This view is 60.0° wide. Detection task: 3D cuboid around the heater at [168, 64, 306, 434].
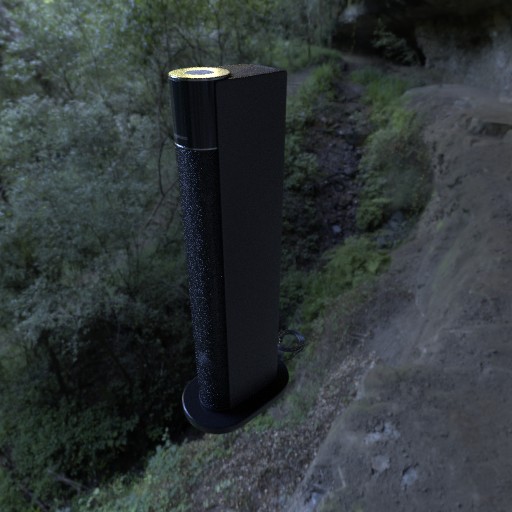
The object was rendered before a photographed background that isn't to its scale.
[{"bbox_3d":[0.000,0.000,1.070,0.458,0.856,0.214,-22,38,-31],"label":"heater"}]
